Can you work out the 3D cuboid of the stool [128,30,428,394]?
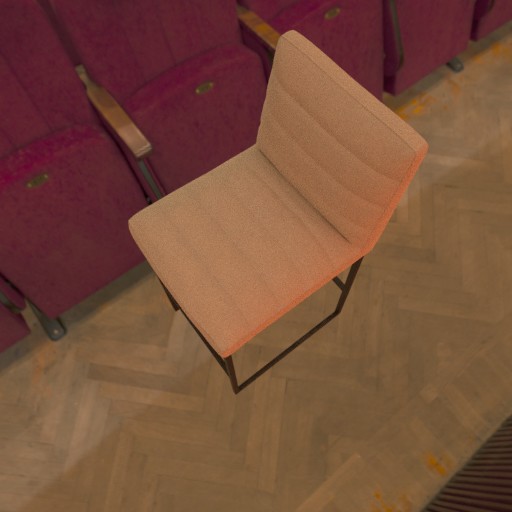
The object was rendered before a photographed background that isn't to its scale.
[{"bbox_3d":[0.000,0.000,1.361,0.573,1.061,0.464,-35,69,-15],"label":"stool"}]
